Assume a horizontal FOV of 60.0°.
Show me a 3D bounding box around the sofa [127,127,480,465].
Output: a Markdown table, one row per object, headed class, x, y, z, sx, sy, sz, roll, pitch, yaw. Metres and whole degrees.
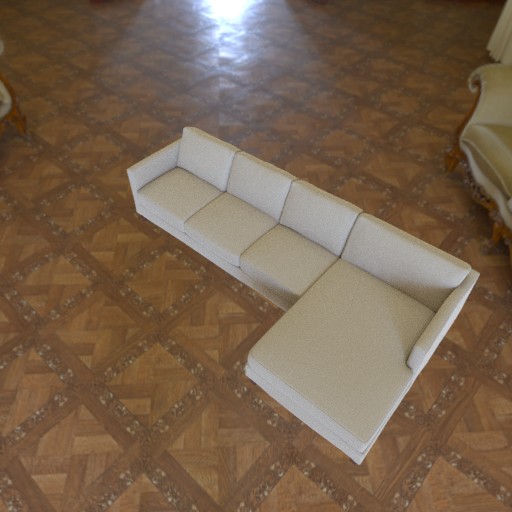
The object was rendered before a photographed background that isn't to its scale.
| class | x | y | z | sx | sy | sz | roll | pitch | yaw |
| --- | --- | --- | --- | --- | --- | --- | --- | --- | --- |
| sofa | 0.000 | 0.000 | 3.871 | 3.186 | 0.861 | 1.625 | 32 | 54 | 27 |
